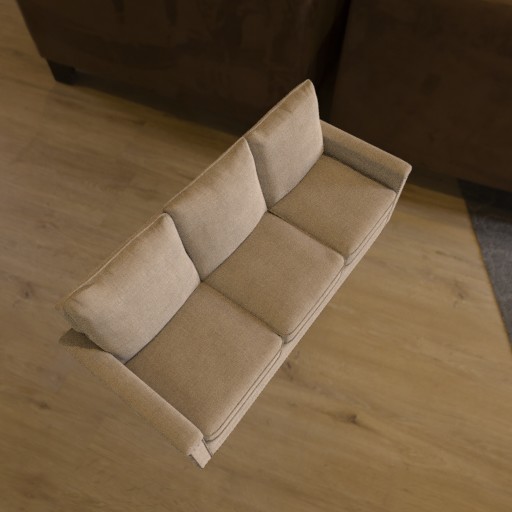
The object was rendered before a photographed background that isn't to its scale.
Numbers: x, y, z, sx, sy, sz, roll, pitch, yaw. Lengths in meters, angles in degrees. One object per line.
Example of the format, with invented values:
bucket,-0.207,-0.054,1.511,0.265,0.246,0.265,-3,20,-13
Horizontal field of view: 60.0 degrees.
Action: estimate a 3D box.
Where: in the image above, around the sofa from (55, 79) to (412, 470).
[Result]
sofa,0.000,0.000,2.362,0.828,0.959,1.925,33,63,19
